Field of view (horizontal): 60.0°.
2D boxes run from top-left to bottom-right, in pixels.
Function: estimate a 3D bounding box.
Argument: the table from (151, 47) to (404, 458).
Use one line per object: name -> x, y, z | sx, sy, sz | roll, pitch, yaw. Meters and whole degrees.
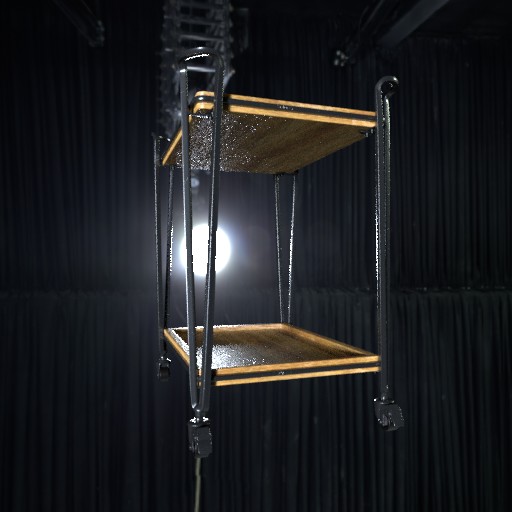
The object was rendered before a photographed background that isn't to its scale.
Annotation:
table -> 0.000, 0.000, 1.205 | 0.505, 0.785, 0.672 | 0, -1, -19
